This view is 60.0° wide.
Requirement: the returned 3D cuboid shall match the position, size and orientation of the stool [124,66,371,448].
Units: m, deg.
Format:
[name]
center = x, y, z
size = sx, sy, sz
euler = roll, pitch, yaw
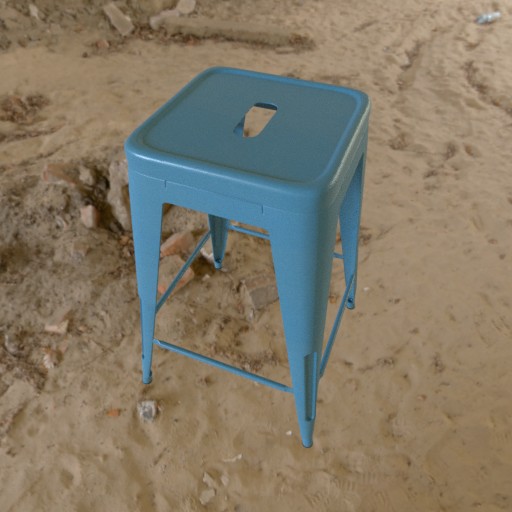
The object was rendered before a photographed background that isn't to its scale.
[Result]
[stool]
center = 0.000, 0.000, 0.887
size = 0.410, 0.608, 0.410
euler = 16, 48, 15
